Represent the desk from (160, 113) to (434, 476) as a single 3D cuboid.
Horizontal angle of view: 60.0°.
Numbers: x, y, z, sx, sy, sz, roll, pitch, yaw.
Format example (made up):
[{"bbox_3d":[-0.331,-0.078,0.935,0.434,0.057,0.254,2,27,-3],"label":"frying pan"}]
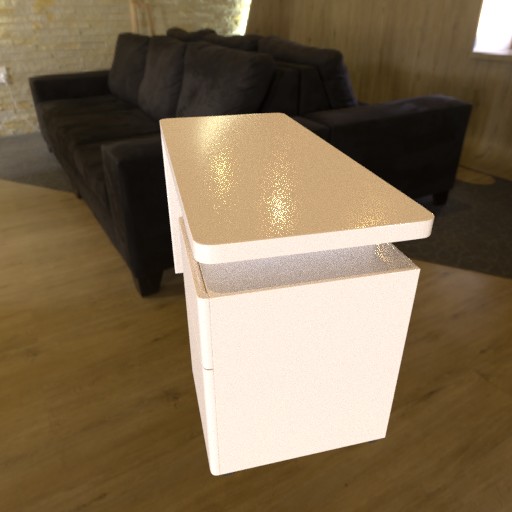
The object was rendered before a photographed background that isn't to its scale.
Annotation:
[{"bbox_3d":[0.000,0.000,1.618,0.550,0.760,1.200,-7,30,-12],"label":"desk"}]
